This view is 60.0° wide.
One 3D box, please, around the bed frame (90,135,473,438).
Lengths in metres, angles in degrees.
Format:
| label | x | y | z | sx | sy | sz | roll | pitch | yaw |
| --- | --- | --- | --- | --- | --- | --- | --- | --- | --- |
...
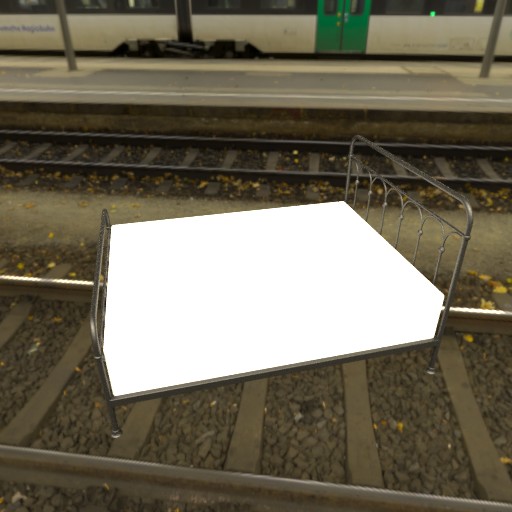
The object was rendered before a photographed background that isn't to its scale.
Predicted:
| label | x | y | z | sx | sy | sz | roll | pitch | yaw |
| --- | --- | --- | --- | --- | --- | --- | --- | --- | --- |
| bed frame | 0.000 | 0.000 | 3.249 | 2.203 | 1.276 | 1.664 | -7 | 31 | -12 |
